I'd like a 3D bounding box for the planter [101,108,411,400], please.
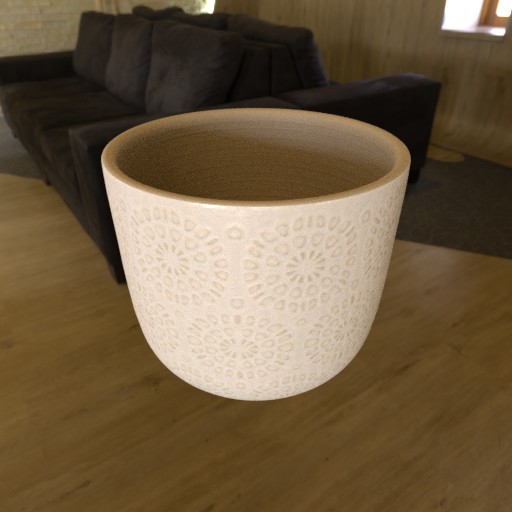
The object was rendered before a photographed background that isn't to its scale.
[{"bbox_3d":[0.000,0.000,0.292,0.170,0.152,0.170,0,31,0],"label":"planter"}]
